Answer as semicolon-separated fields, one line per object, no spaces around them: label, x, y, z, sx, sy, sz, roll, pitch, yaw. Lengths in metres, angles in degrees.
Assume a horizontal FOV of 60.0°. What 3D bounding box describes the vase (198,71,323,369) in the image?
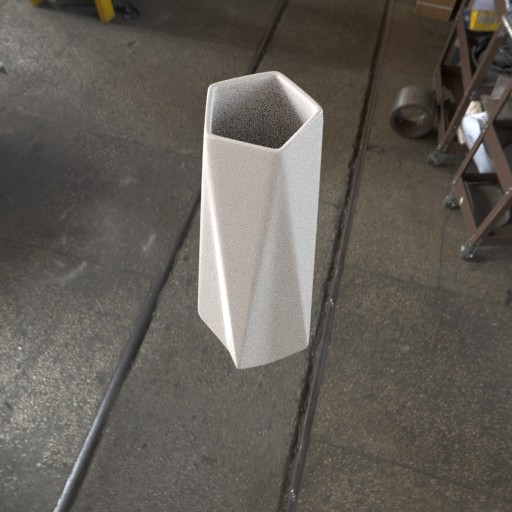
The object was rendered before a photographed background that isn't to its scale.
vase;0.000;0.000;0.389;0.122;0.329;0.116;-16;60;-9
